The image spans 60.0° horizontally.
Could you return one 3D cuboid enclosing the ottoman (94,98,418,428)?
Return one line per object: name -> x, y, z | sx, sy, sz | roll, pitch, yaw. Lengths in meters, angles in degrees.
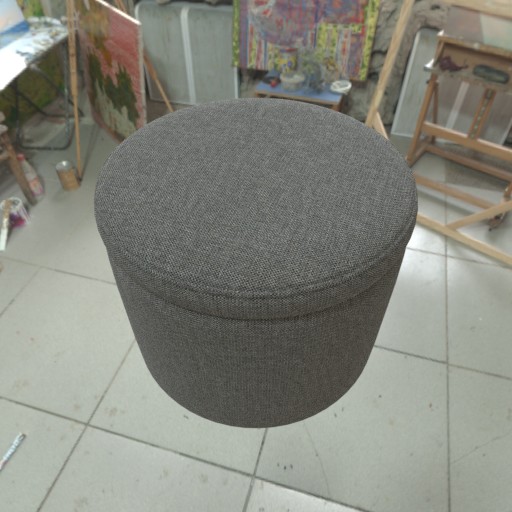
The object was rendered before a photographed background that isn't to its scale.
ottoman -> 0.000, 0.000, 0.857 | 0.520, 0.430, 0.520 | 0, 46, 0
